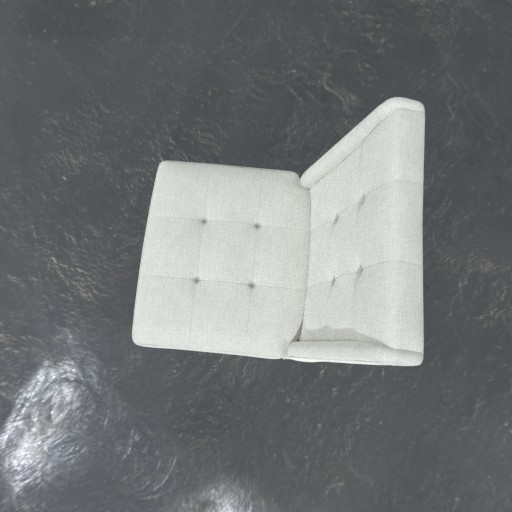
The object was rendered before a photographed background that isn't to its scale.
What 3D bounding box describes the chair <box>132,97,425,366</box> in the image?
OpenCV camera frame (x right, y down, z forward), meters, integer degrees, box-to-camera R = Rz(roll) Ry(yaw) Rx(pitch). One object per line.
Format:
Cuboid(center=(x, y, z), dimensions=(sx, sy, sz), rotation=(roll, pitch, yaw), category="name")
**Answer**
Cuboid(center=(0.000, 0.000, 1.285), dimensions=(0.676, 0.853, 0.569), rotation=(5, 77, 1), category="chair")
